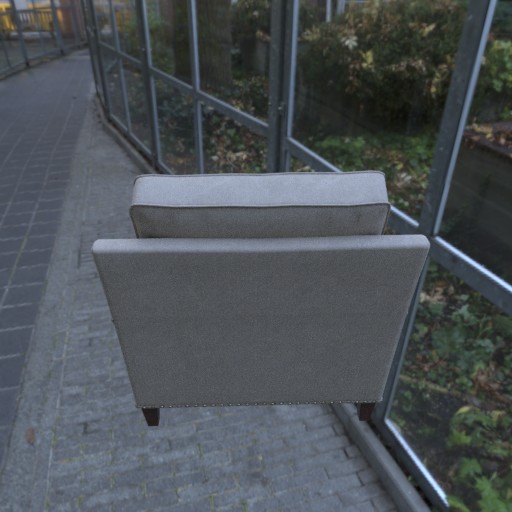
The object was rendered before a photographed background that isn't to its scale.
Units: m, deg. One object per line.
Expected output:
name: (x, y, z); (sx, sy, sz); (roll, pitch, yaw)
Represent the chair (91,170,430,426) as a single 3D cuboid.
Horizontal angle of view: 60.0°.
chair: (0.000, 0.000, 1.691); (0.853, 0.943, 1.014); (-1, 31, -1)
